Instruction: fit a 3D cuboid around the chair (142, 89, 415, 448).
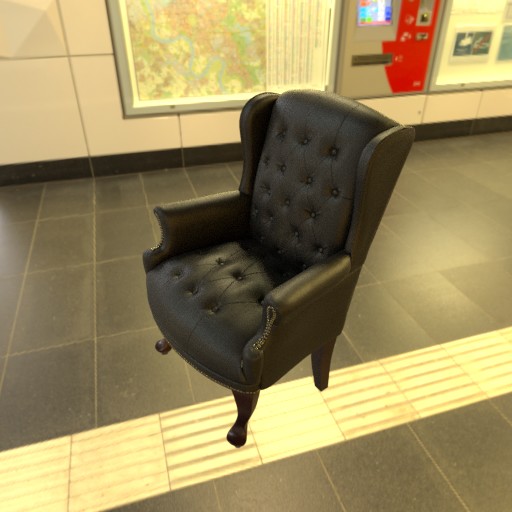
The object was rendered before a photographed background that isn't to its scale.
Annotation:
[{"bbox_3d":[0.000,0.000,1.720,0.822,1.133,0.831,-22,38,-30],"label":"chair"}]
